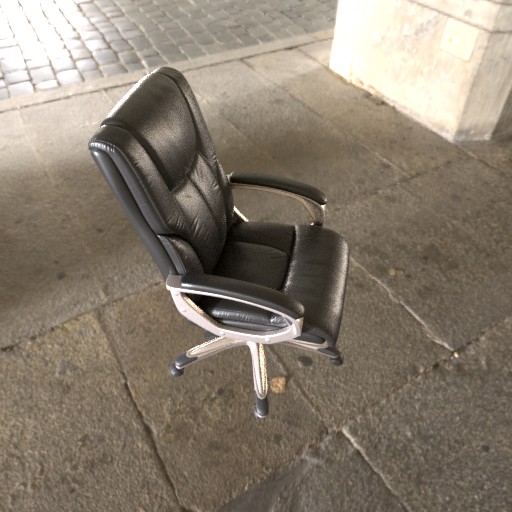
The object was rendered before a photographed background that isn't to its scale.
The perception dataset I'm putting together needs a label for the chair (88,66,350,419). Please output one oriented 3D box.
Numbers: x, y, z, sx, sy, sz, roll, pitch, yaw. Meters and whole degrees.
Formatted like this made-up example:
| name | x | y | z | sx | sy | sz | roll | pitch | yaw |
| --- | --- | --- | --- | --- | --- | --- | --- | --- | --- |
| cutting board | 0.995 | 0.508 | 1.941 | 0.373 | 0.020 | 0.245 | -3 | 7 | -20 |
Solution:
| name | x | y | z | sx | sy | sz | roll | pitch | yaw |
| --- | --- | --- | --- | --- | --- | --- | --- | --- | --- |
| chair | 0.000 | 0.000 | 1.592 | 0.780 | 1.145 | 0.700 | 10 | 47 | 9 |
